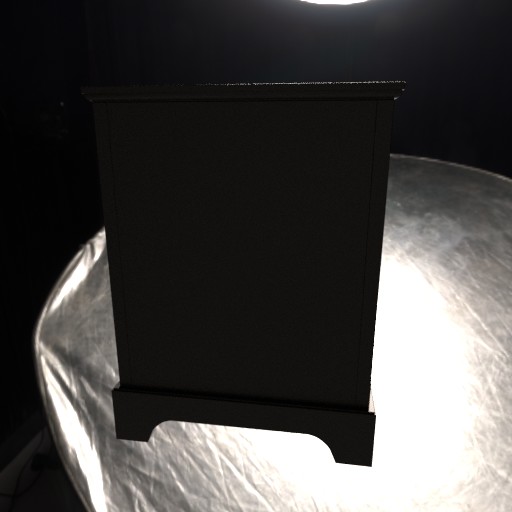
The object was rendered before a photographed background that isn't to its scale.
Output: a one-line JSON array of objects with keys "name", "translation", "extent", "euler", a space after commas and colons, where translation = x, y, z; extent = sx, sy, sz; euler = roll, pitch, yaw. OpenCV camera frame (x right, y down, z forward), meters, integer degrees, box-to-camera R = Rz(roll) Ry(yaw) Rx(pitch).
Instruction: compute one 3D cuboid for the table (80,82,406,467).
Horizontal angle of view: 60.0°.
[{"name": "table", "translation": [0.000, 0.000, 0.887], "extent": [0.460, 0.610, 0.399], "euler": [2, 16, 9]}]
